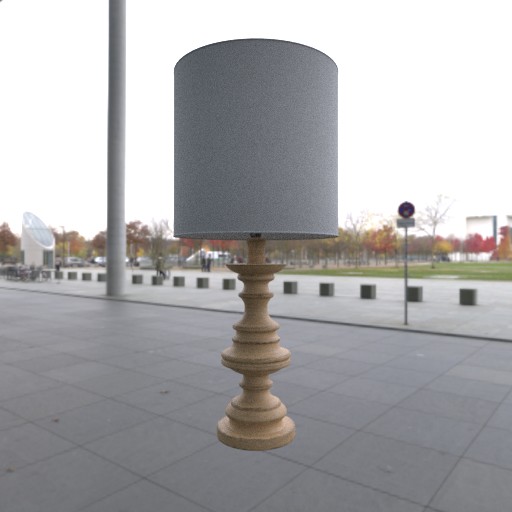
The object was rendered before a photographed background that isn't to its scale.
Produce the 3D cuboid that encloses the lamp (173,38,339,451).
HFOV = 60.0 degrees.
[{"bbox_3d":[0.000,0.000,0.567,0.208,0.455,0.208,0,0,-37],"label":"lamp"}]
